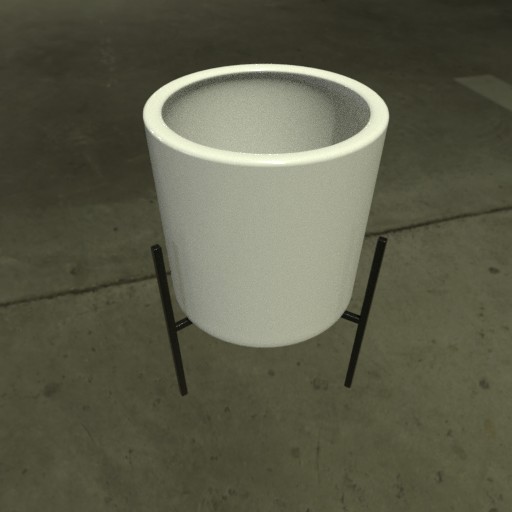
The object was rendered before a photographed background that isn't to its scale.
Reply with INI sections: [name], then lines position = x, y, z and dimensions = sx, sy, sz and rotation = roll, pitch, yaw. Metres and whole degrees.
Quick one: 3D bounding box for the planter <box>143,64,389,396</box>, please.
[planter]
position = 0.000, 0.000, 0.510
dimensions = 0.239, 0.356, 0.239
rotation = -24, 46, -25
